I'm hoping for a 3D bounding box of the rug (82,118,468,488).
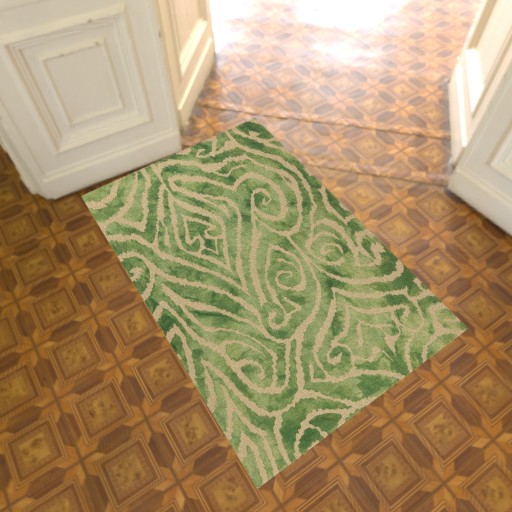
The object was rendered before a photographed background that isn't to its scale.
[{"bbox_3d":[0.000,0.000,2.352,1.220,0.006,1.826,-29,62,-18],"label":"rug"}]
